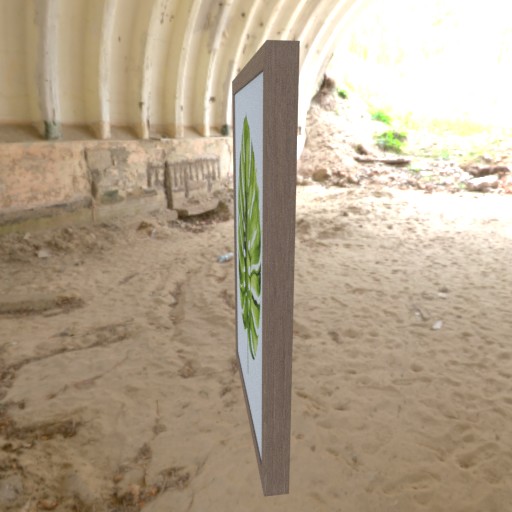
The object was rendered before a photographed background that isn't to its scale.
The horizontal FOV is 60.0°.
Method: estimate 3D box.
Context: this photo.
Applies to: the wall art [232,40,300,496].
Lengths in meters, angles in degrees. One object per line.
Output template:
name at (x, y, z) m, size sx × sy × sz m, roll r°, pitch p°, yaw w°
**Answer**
wall art at (0.000, 0.000, 0.645) m, size 0.032 × 0.510 × 0.358 m, roll -2°, pitch 16°, yaw -8°
